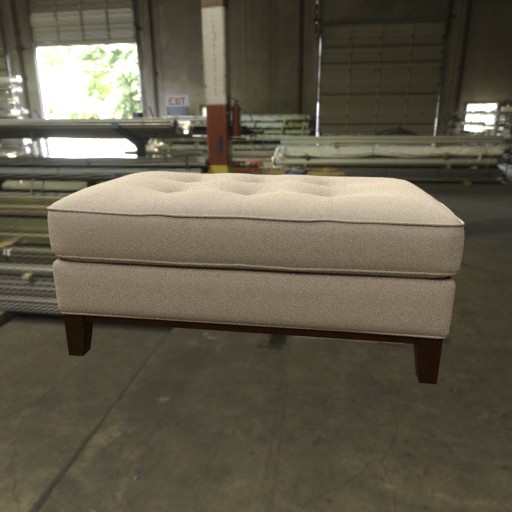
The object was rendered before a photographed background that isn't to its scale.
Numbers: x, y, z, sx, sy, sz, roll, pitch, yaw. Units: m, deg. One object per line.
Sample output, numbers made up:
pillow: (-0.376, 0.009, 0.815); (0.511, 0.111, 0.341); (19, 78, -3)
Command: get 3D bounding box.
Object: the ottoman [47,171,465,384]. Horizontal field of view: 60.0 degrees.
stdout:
ottoman: (0.000, 0.000, 1.503); (1.143, 0.508, 0.648); (2, 17, 8)
